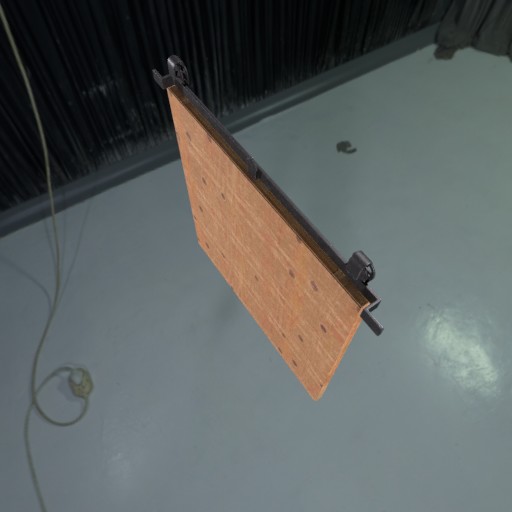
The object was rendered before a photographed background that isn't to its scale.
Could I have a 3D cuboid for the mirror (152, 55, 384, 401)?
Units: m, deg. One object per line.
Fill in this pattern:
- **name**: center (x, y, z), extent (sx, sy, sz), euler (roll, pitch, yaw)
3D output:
- **mirror**: center (0.000, 0.000, 1.195), extent (0.054, 0.800, 0.805), euler (-30, 64, -17)
